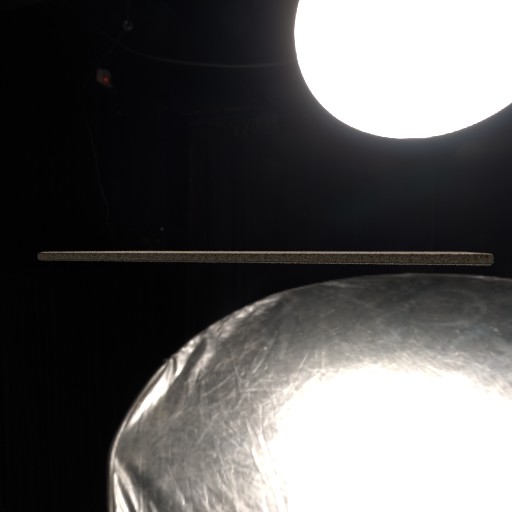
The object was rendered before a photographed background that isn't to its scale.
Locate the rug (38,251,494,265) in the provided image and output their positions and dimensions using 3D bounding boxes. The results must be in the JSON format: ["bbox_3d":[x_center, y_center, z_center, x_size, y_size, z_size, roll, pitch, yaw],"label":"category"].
[{"bbox_3d":[0.000,0.000,1.684,1.524,0.030,0.609,0,1,19],"label":"rug"}]
